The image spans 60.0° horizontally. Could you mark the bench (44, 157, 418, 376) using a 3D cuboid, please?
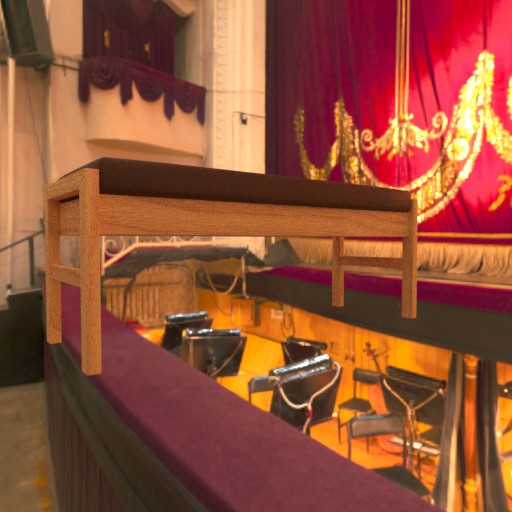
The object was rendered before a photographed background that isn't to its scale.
[{"bbox_3d":[0.000,0.000,1.462,1.200,0.480,0.405,-2,3,-36],"label":"bench"}]
